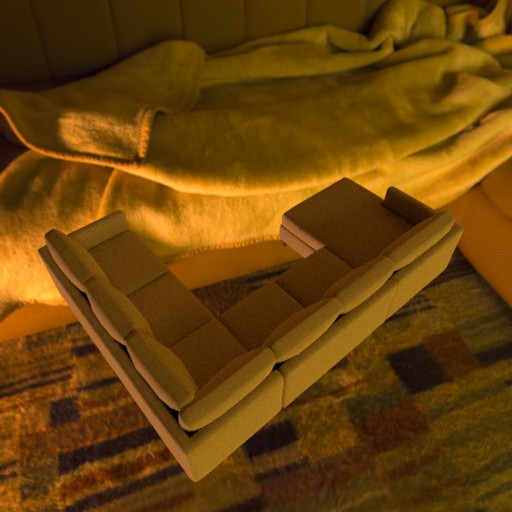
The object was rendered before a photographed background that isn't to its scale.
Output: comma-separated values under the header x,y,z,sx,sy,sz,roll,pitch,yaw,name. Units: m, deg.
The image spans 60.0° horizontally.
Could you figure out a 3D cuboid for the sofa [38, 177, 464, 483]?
x,y,z,sx,sy,sz,roll,pitch,yaw,name
0.000,0.000,4.586,3.460,0.961,2.594,-32,55,-26,sofa
